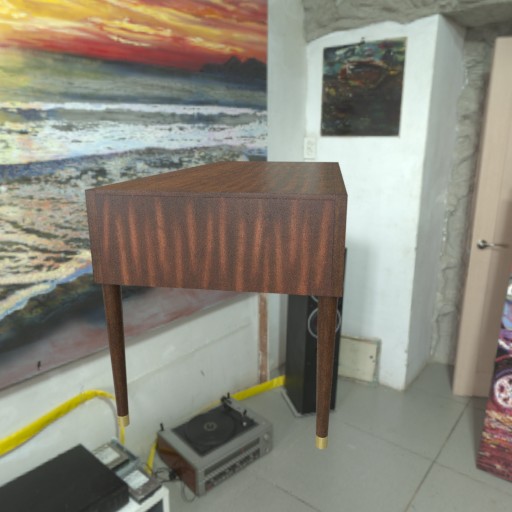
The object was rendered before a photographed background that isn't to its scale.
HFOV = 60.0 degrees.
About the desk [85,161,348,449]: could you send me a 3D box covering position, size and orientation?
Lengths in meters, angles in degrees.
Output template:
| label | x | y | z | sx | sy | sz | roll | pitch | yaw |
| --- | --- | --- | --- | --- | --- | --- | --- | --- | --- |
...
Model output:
| label | x | y | z | sx | sy | sz | roll | pitch | yaw |
| --- | --- | --- | --- | --- | --- | --- | --- | --- | --- |
| desk | 0.000 | 0.000 | 2.013 | 0.724 | 0.762 | 1.575 | 2 | 15 | 9 |
